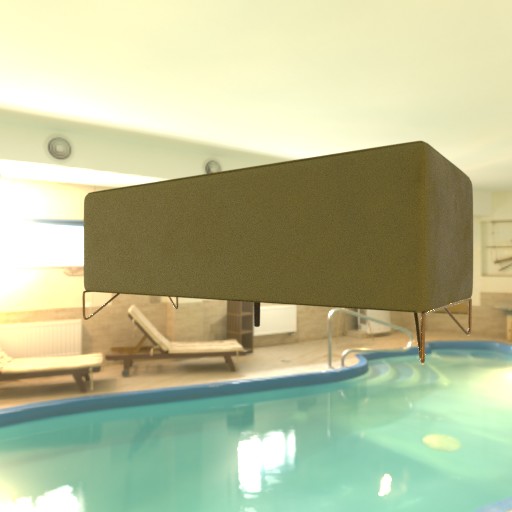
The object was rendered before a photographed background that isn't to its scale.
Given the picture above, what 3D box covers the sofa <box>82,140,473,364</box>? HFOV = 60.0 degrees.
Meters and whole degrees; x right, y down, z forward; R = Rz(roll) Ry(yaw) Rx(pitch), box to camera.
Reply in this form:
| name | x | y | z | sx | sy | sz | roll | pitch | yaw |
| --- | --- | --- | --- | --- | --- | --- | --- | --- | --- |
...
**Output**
| name | x | y | z | sx | sy | sz | roll | pitch | yaw |
| --- | --- | --- | --- | --- | --- | --- | --- | --- | --- |
| sofa | 0.000 | 0.000 | 2.475 | 2.087 | 0.789 | 0.867 | -1 | -1 | 36 |
